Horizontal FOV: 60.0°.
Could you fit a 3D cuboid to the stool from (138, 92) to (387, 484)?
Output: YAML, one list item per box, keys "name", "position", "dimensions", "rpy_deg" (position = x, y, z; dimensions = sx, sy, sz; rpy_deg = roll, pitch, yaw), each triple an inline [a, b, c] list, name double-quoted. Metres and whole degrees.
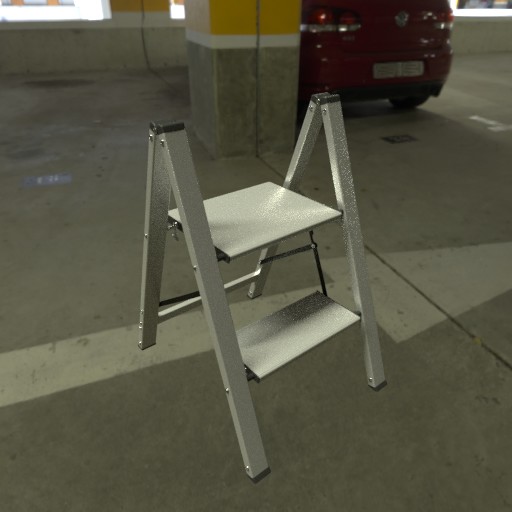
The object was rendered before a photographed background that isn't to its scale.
- name: "stool"
  position: [0.000, 0.000, 1.027]
  dimensions: [0.440, 0.670, 0.535]
  rpy_deg: [-22, 36, -33]
